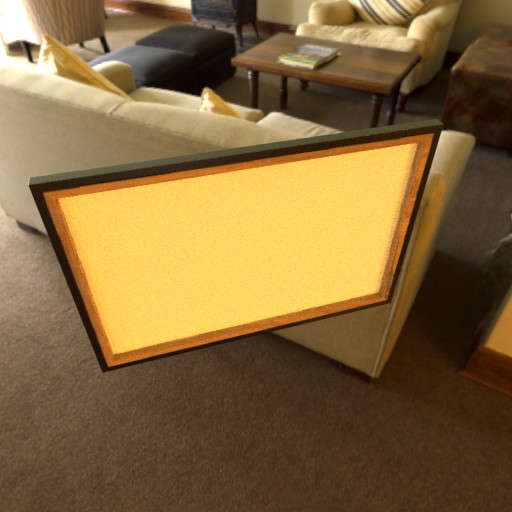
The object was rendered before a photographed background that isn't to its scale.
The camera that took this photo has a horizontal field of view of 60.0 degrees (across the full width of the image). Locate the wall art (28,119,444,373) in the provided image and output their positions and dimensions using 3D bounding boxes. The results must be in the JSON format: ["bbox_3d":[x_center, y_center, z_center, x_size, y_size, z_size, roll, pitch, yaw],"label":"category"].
[{"bbox_3d":[0.000,0.000,0.834,0.659,0.446,0.022,-11,43,-13],"label":"wall art"}]
